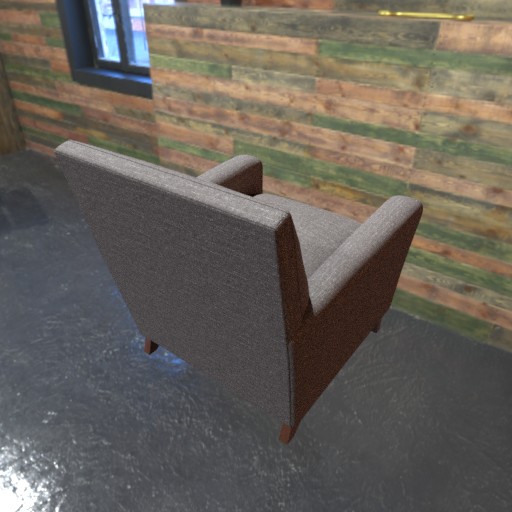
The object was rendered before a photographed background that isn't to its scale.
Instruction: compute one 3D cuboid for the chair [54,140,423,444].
[{"bbox_3d":[0.000,0.000,1.564,0.838,0.885,0.875,22,38,31],"label":"chair"}]
